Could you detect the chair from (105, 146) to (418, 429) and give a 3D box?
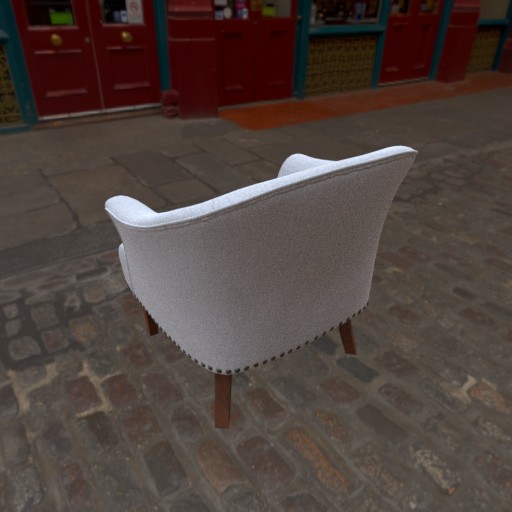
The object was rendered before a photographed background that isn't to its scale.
[{"bbox_3d":[0.000,0.000,1.442,0.798,0.815,0.704,-19,36,-29],"label":"chair"}]
